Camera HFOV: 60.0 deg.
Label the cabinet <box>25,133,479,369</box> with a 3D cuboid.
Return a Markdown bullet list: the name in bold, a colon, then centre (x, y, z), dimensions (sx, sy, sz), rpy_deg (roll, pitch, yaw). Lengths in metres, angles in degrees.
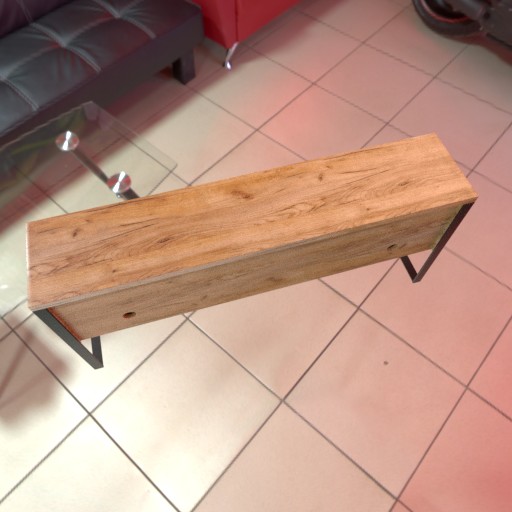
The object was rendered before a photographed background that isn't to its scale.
- **cabinet**: centre (0.000, 0.000, 2.125), dimensions (1.800, 0.762, 0.395), rpy_deg (-14, 60, -8)
